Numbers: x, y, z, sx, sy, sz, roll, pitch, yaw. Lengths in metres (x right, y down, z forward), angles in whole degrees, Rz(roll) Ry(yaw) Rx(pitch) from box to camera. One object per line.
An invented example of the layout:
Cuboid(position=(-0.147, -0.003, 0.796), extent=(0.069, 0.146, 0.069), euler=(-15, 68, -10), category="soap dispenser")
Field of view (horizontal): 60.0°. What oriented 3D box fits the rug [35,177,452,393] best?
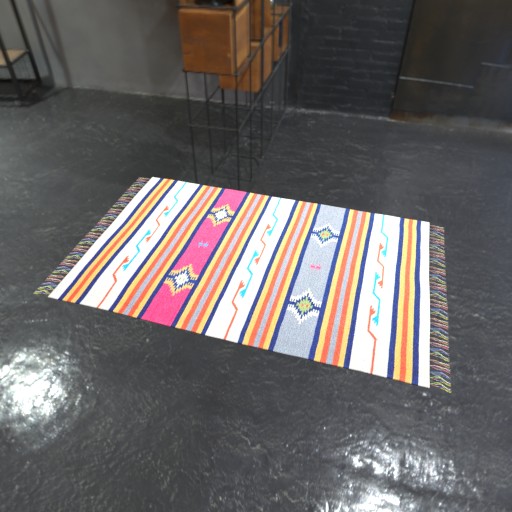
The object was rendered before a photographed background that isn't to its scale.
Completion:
Cuboid(position=(0.000, 0.000, 2.248), extent=(1.849, 0.013, 1.084), euler=(11, 43, 12), category="rug")
